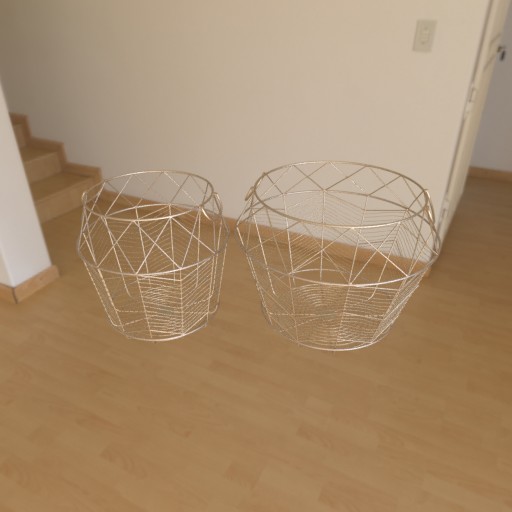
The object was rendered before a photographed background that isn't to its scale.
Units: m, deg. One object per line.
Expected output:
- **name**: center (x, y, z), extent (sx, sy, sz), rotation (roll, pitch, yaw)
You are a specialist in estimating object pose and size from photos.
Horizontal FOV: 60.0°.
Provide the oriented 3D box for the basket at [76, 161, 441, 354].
- **basket**: center (0.000, 0.000, 1.039), extent (0.805, 0.343, 0.451), rotation (1, 31, 1)
